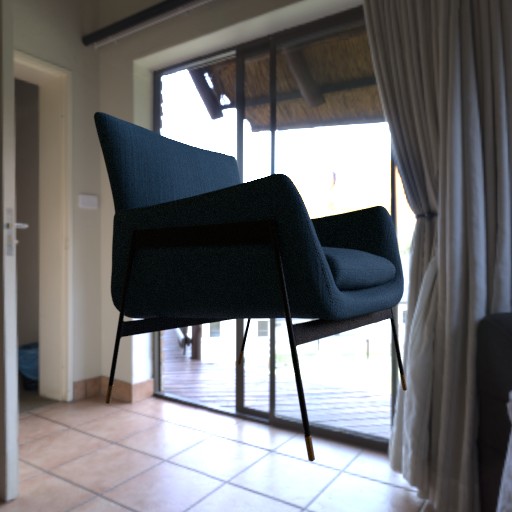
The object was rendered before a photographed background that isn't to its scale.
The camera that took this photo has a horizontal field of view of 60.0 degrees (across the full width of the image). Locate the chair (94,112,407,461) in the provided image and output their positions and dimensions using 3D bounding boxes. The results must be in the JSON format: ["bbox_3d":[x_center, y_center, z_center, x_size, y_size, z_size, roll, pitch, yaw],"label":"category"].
[{"bbox_3d":[0.000,0.000,1.377,0.769,0.859,0.678,-1,-2,35],"label":"chair"}]
